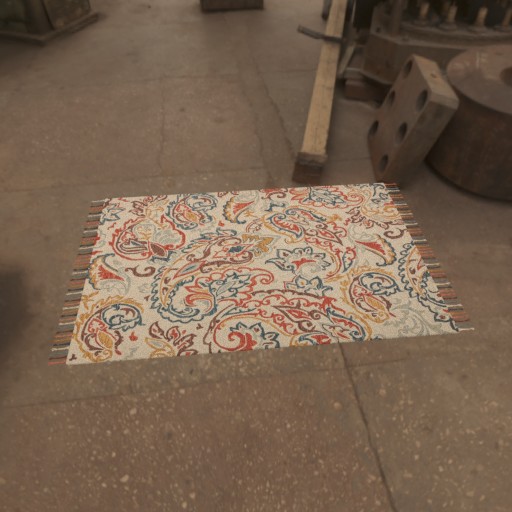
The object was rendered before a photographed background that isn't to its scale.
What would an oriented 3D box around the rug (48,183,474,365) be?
[{"bbox_3d":[0.000,0.000,2.473,1.997,0.010,1.218,-4,45,-4],"label":"rug"}]
